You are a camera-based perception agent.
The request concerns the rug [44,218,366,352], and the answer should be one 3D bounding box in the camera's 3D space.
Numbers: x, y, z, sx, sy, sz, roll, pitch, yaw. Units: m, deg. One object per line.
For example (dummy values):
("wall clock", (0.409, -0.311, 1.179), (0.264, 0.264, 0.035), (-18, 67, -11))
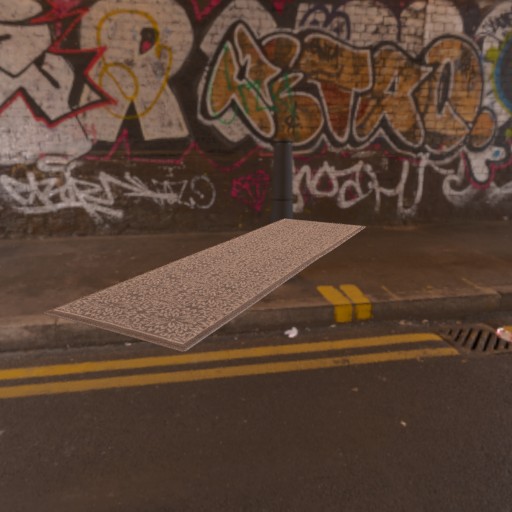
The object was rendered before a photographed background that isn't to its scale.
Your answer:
("rug", (0.000, 0.000, 2.469), (0.662, 0.011, 2.196), (8, 17, 27))
